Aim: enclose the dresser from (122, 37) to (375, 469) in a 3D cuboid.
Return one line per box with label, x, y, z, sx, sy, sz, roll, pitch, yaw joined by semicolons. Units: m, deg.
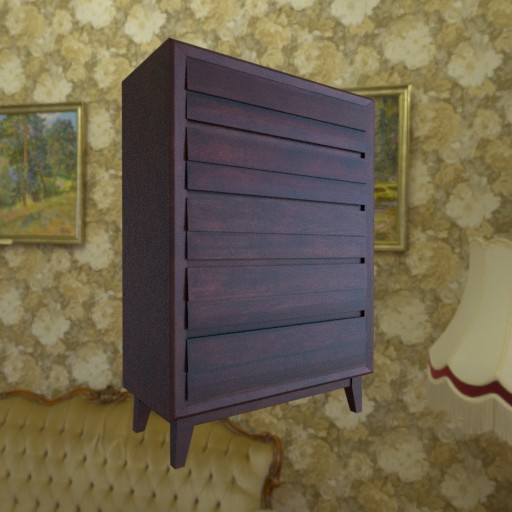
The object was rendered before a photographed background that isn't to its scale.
dresser;0.000;0.000;2.036;1.072;1.514;0.506;0;1;-35
